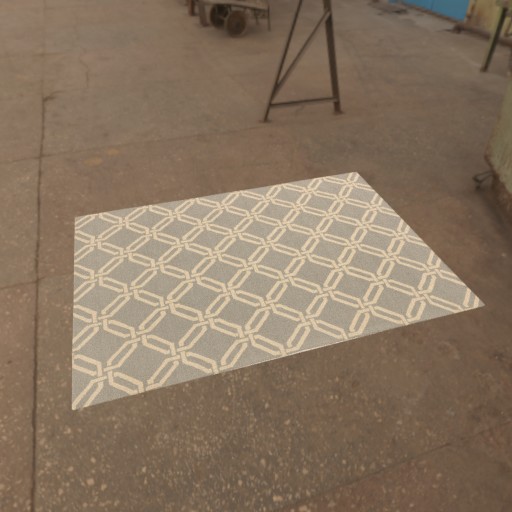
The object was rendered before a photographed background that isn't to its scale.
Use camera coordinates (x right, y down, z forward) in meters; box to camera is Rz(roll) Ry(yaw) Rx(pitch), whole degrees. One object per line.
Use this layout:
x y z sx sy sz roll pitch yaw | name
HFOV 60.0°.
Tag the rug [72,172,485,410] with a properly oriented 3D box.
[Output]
0.000 0.000 2.712 2.133 0.013 1.522 -11 41 -13 | rug
